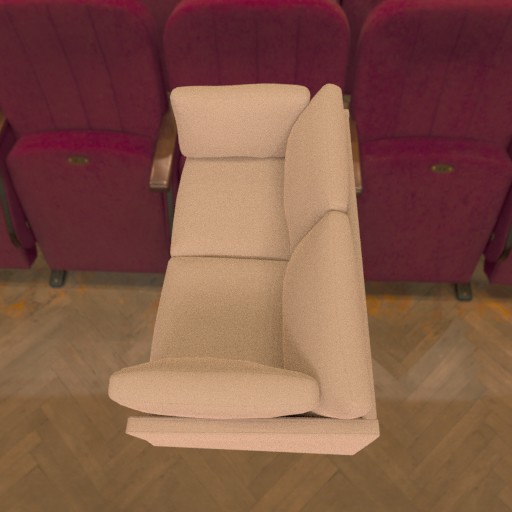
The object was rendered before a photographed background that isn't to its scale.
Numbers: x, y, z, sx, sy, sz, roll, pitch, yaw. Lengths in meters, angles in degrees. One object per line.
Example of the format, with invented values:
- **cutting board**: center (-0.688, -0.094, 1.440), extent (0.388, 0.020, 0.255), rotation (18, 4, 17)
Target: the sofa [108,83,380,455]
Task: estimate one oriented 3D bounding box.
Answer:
- **sofa**: center (0.000, 0.000, 2.221), extent (0.970, 0.836, 1.776), rotation (2, 59, 1)
